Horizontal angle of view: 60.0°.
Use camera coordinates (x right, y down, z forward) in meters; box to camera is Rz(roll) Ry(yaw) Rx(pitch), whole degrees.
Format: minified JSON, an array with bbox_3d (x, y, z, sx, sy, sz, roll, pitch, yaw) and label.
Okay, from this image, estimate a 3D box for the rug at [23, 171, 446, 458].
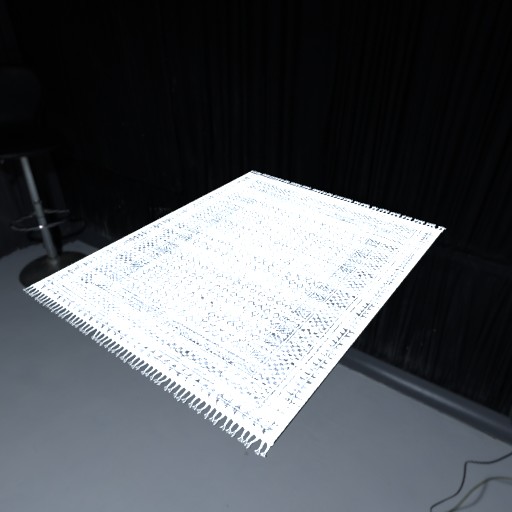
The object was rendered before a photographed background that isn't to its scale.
[{"bbox_3d":[0.000,0.000,3.794,2.312,0.013,2.940,23,40,30],"label":"rug"}]
